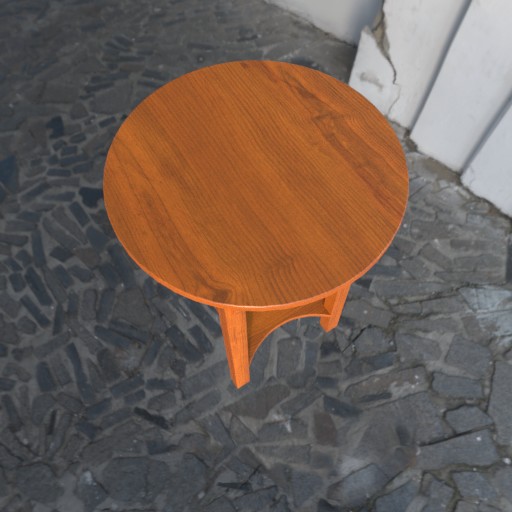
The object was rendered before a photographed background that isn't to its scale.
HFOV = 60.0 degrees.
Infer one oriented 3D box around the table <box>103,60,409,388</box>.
[{"bbox_3d":[0.000,0.000,0.940,0.457,0.610,0.457,0,63,0],"label":"table"}]
